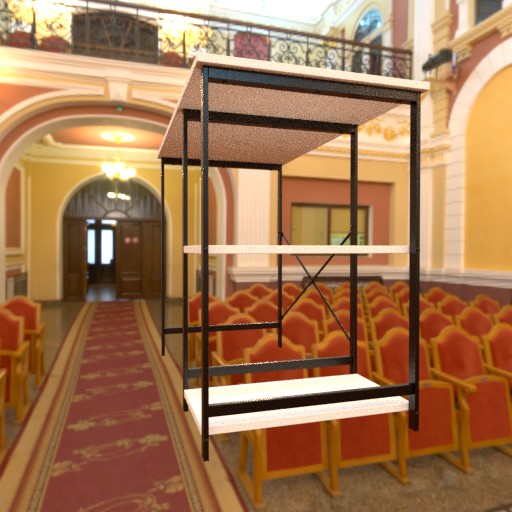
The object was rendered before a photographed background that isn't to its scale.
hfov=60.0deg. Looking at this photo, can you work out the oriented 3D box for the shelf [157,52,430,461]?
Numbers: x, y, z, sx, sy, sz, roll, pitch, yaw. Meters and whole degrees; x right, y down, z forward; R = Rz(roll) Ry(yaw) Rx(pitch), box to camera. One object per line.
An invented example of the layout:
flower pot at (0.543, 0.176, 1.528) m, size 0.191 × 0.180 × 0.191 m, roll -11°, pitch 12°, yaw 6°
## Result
shelf at (0.000, 0.000, 1.307) m, size 0.498 × 0.750 × 0.902 m, roll 0°, pitch 1°, yaw -17°
